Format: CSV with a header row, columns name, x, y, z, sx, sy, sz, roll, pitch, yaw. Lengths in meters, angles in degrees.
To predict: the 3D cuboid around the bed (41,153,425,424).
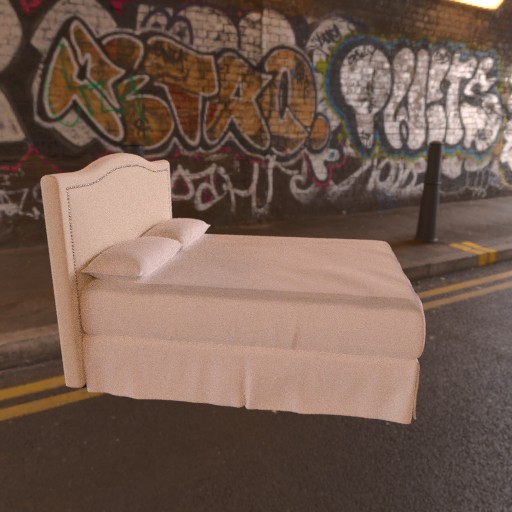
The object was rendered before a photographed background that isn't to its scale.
name,x,y,z,sx,sy,sz,roll,pitch,yaw
bed,0.000,0.000,3.252,2.143,1.460,1.753,3,15,9
